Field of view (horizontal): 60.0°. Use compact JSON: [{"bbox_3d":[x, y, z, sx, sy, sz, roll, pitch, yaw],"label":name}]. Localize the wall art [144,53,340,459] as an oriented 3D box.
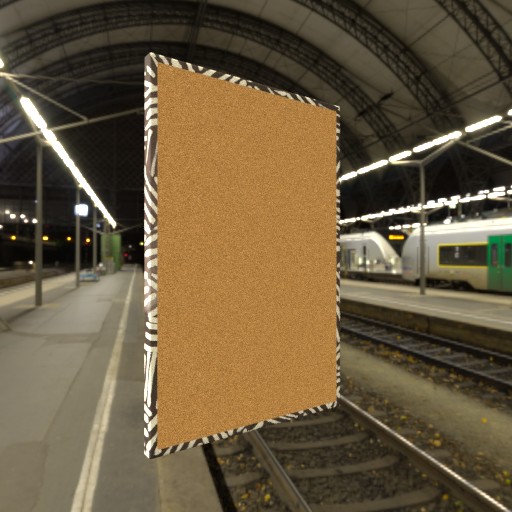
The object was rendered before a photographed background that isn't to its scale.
[{"bbox_3d":[0.000,0.000,1.191,0.615,0.918,0.035,0,0,-36],"label":"wall art"}]
